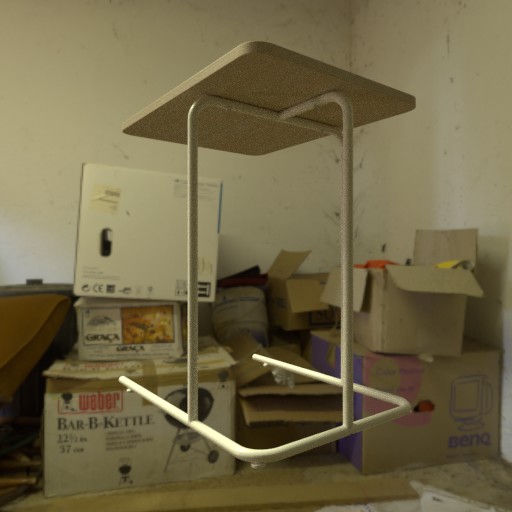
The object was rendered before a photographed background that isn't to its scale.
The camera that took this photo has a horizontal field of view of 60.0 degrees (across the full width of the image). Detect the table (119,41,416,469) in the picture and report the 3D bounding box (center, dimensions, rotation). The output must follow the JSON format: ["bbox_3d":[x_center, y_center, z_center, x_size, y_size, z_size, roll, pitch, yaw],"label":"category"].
[{"bbox_3d":[0.000,0.000,0.857,0.370,0.550,0.480,0,0,-37],"label":"table"}]
